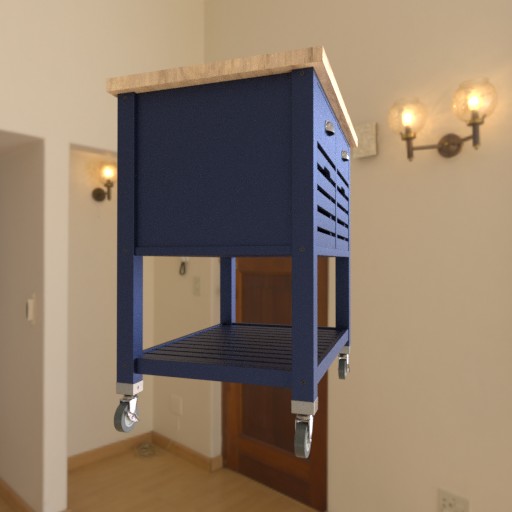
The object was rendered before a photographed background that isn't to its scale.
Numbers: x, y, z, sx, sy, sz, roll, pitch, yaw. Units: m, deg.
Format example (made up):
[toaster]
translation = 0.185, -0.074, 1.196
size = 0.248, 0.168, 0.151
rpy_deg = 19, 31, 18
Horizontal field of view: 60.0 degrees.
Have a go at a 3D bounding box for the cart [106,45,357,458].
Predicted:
[cart]
translation = 0.000, 0.000, 1.430
size = 0.567, 0.920, 0.797
rpy_deg = 0, -1, 18
